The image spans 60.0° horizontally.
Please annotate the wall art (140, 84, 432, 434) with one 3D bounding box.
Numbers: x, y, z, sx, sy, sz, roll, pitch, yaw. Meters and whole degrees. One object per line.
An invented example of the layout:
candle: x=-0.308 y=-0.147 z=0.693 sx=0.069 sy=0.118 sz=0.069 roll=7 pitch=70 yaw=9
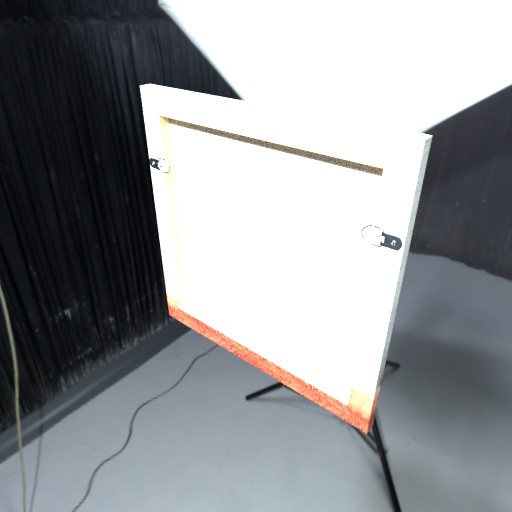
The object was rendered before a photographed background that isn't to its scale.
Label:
wall art: x=0.000 y=0.000 z=1.156 sx=0.760 sy=0.760 sz=0.042 roll=23 pitch=38 yaw=33
